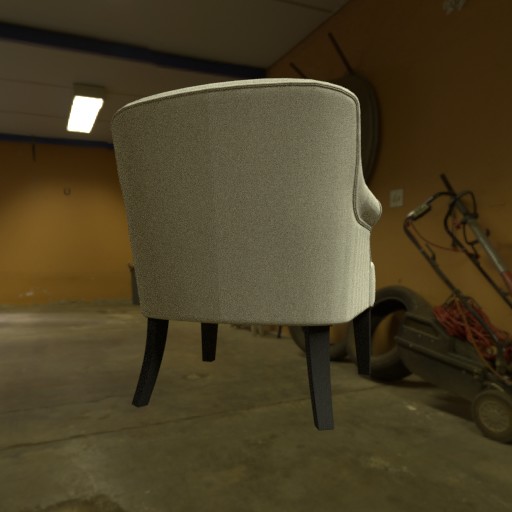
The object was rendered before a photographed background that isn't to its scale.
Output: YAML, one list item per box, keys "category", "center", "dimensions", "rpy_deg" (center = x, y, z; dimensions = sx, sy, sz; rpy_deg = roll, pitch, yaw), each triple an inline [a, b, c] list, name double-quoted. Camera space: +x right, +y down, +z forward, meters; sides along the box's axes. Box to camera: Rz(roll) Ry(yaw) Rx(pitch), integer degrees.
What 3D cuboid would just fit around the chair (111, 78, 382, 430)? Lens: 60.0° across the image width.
- category: "chair"
  center: [0.000, 0.000, 1.460]
  dimensions: [0.781, 0.875, 0.750]
  rpy_deg: [0, 0, 19]
